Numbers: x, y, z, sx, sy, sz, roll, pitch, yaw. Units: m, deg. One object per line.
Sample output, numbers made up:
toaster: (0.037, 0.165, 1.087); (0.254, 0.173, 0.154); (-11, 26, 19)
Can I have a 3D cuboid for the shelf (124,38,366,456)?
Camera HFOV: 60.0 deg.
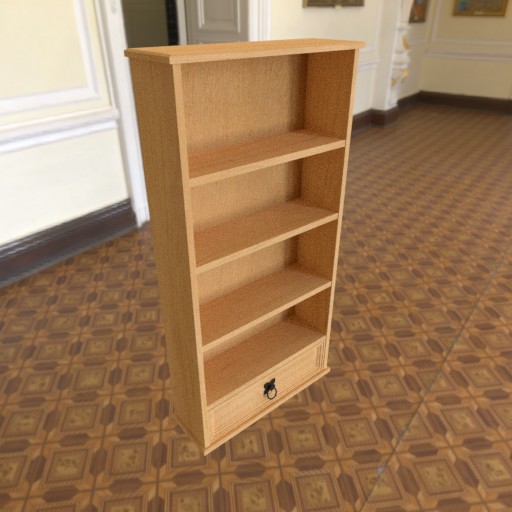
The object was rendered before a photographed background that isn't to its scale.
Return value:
shelf: (0.000, 0.000, 1.194); (0.520, 1.030, 0.175); (-22, 36, -34)
